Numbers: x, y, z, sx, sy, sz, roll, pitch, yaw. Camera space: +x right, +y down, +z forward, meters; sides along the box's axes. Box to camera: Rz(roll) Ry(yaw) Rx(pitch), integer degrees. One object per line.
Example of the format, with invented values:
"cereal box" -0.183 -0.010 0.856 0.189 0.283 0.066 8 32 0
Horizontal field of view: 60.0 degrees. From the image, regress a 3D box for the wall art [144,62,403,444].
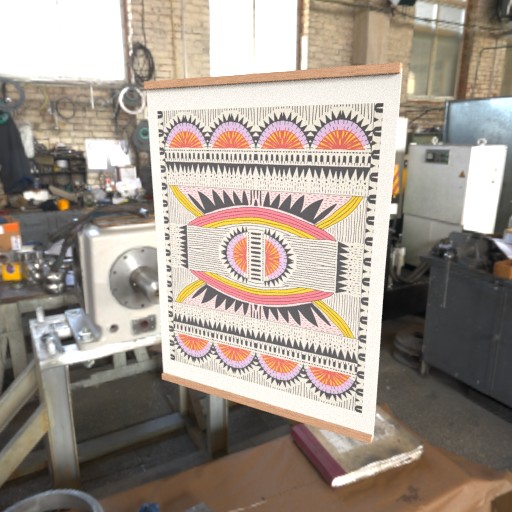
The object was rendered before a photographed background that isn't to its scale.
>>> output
"wall art" 0.000 0.000 1.326 0.765 1.016 0.028 8 17 27
